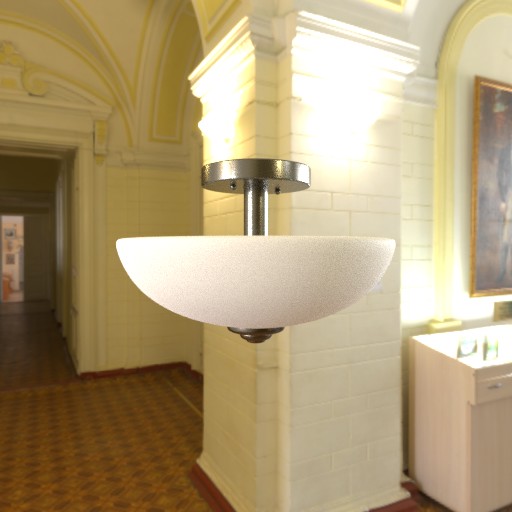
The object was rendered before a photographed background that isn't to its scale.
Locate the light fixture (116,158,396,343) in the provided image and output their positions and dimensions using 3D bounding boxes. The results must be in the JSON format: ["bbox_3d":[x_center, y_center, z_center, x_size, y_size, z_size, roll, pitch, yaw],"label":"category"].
[{"bbox_3d":[0.000,0.000,0.549,0.330,0.214,0.330,0,1,0],"label":"light fixture"}]
